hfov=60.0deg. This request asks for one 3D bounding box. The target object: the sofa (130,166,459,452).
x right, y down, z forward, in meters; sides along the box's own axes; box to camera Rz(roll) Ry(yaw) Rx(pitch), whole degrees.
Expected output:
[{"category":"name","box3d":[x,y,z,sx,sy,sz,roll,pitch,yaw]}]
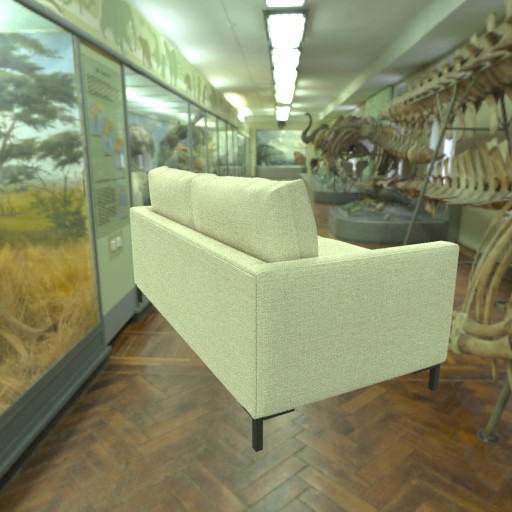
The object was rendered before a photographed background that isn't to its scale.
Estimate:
[{"category":"sofa","box3d":[0.000,0.000,2.119,0.839,0.812,1.651,-7,15,-27]}]
